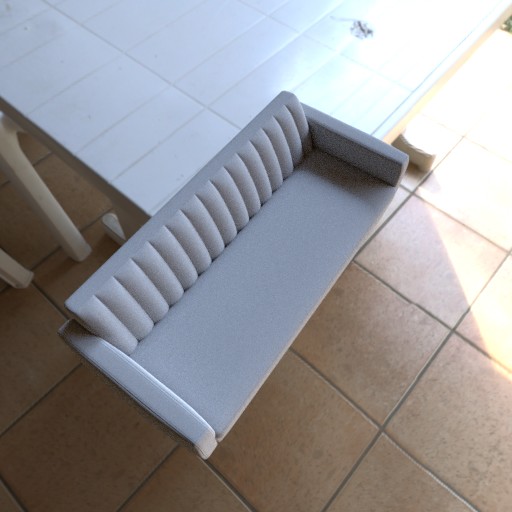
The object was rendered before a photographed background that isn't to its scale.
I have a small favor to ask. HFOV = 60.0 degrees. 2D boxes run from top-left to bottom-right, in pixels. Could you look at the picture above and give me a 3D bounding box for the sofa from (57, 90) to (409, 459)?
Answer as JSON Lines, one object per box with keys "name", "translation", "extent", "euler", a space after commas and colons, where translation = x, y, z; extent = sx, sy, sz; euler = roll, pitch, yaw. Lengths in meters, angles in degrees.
{"name": "sofa", "translation": [0.000, 0.000, 2.831], "extent": [0.990, 0.821, 2.291], "euler": [32, 65, 17]}
